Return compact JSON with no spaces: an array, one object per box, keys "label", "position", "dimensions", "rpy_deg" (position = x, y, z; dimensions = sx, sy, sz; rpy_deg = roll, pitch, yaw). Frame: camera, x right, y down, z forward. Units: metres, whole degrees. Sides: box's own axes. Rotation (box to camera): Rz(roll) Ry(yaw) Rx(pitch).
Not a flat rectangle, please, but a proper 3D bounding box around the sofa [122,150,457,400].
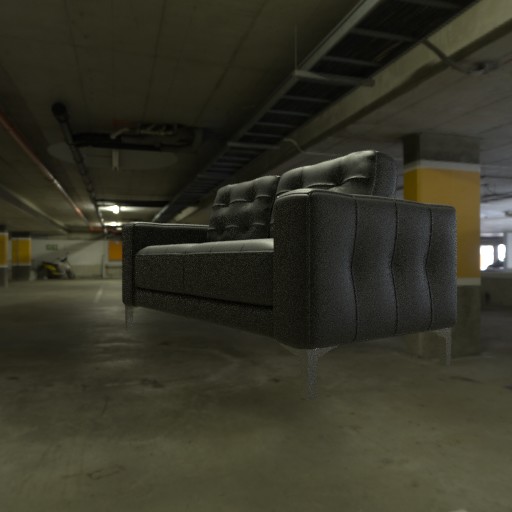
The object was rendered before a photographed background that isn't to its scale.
[{"label":"sofa","position":[0.000,0.000,2.246],"dimensions":[0.833,0.892,1.726],"rpy_deg":[0,-1,-35]}]
